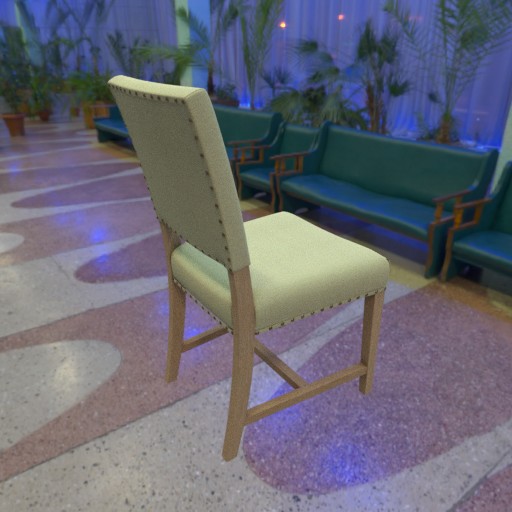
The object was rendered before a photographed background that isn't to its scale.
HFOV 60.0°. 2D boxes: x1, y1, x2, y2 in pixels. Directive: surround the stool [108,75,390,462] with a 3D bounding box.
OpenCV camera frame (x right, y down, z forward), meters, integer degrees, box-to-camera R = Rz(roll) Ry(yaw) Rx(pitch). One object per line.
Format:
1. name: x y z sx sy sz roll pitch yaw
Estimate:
1. stool: 0.000 0.000 1.307 0.623 0.986 0.508 -17 31 -31
